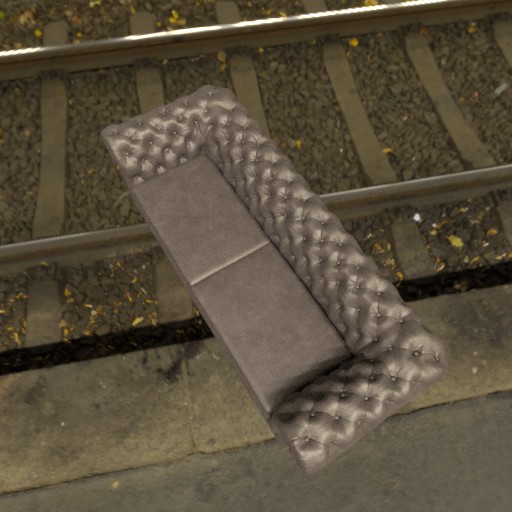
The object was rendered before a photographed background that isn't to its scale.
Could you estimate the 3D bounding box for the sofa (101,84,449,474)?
[{"bbox_3d":[0.000,0.000,2.799,0.944,0.783,2.385,-29,66,-14],"label":"sofa"}]
